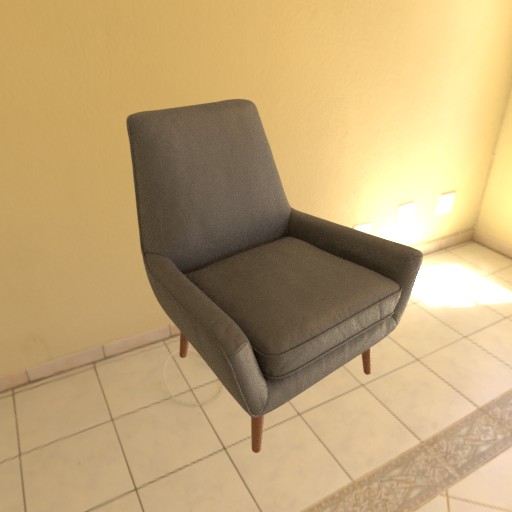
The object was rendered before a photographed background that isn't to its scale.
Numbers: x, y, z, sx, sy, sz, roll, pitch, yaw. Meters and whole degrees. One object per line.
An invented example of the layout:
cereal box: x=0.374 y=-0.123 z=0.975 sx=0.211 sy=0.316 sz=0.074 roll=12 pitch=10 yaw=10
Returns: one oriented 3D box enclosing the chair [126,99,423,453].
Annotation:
chair: x=0.000 y=0.000 z=1.502 sx=0.787 sy=0.888 sz=0.822 roll=-21 pitch=36 yaw=-33
